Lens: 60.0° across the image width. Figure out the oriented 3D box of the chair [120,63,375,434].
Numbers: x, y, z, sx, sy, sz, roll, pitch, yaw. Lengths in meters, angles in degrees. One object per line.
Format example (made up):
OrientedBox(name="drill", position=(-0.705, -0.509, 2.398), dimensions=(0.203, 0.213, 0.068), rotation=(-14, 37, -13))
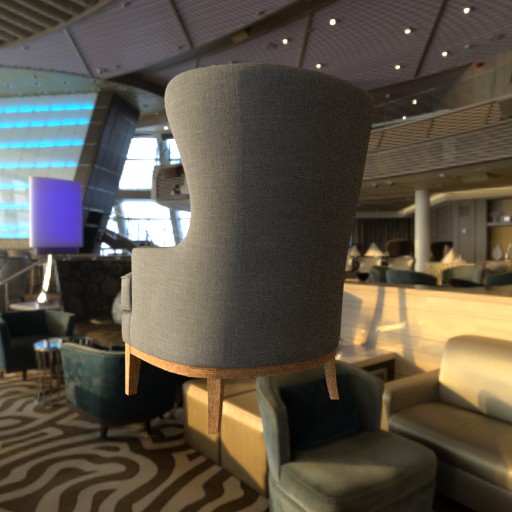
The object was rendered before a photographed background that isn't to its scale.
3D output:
OrientedBox(name="chair", position=(0.000, 0.000, 1.779), dimensions=(0.864, 1.176, 0.883), rotation=(-1, 1, -36))
